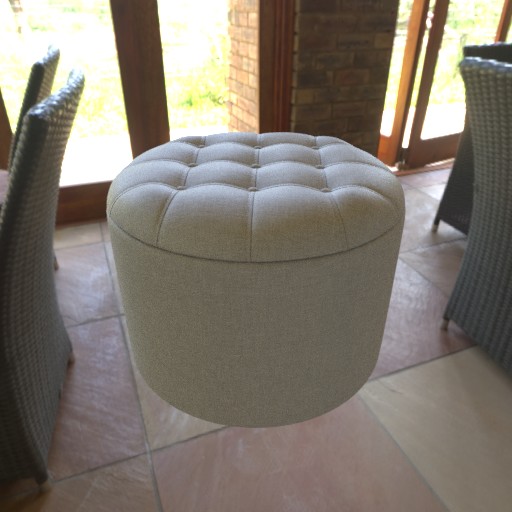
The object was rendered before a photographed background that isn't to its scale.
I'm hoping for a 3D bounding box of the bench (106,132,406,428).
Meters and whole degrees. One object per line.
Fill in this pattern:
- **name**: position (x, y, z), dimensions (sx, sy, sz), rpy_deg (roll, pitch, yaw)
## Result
- **bench**: position (0.000, 0.000, 0.996), dimensions (0.600, 0.453, 0.600), rpy_deg (0, 30, 0)
